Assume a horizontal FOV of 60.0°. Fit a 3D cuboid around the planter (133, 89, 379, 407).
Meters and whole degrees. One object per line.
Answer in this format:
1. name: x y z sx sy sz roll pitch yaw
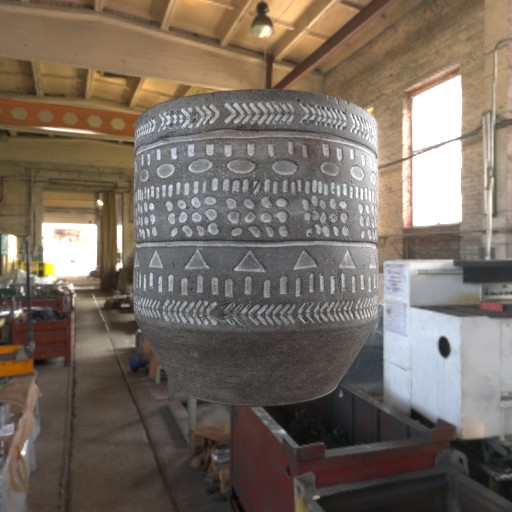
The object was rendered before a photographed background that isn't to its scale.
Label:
1. planter: 0.000 0.000 0.228 0.122 0.128 0.122 0 0 0
